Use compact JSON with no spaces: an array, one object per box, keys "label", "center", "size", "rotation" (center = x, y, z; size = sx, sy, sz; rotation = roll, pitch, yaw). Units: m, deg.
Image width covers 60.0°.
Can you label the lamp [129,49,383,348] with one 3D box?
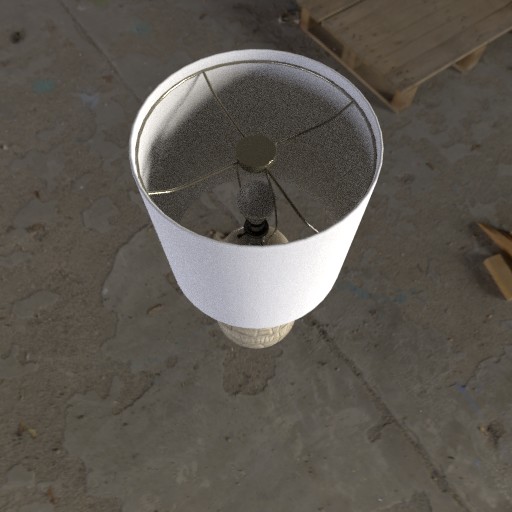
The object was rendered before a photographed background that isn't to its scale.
[{"label":"lamp","center":[0.000,0.000,0.574],"size":[0.211,0.455,0.211],"rotation":[-14,65,-7]}]
